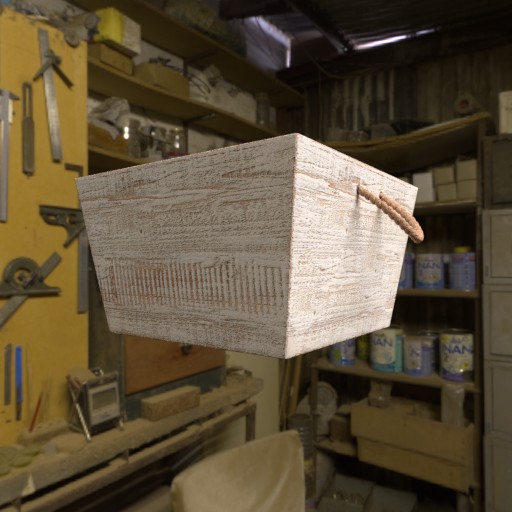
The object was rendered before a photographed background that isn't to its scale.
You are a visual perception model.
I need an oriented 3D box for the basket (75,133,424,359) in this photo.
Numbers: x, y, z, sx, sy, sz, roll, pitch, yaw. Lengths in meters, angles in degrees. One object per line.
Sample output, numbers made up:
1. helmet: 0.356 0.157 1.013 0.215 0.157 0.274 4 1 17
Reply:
1. basket: 0.000 0.000 0.745 0.545 0.247 0.413 -1 -1 37
